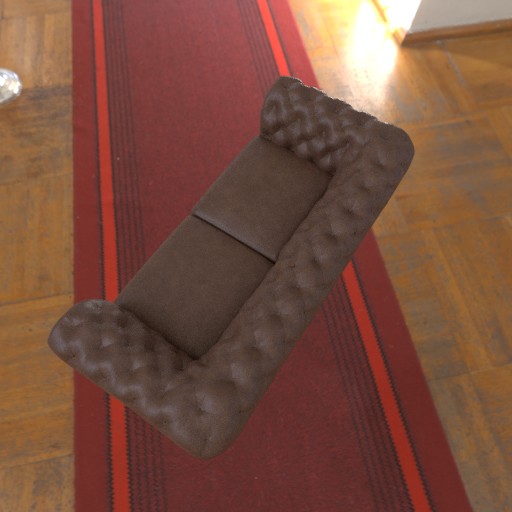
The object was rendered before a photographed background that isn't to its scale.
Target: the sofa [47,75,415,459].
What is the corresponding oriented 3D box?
[{"bbox_3d":[0.000,0.000,2.506,0.955,0.784,2.048,31,67,14],"label":"sofa"}]
